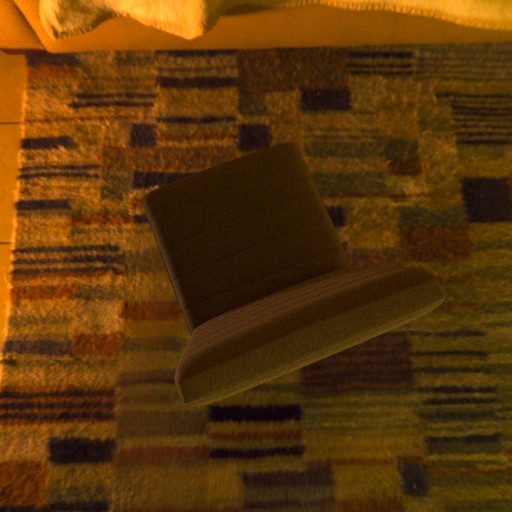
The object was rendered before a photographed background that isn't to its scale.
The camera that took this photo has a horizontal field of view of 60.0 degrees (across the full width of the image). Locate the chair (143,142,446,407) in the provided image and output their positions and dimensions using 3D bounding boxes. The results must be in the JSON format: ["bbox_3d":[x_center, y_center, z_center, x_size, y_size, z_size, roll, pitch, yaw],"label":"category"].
[{"bbox_3d":[0.000,0.000,1.277,0.520,0.930,0.634,-21,77,-5],"label":"chair"}]
